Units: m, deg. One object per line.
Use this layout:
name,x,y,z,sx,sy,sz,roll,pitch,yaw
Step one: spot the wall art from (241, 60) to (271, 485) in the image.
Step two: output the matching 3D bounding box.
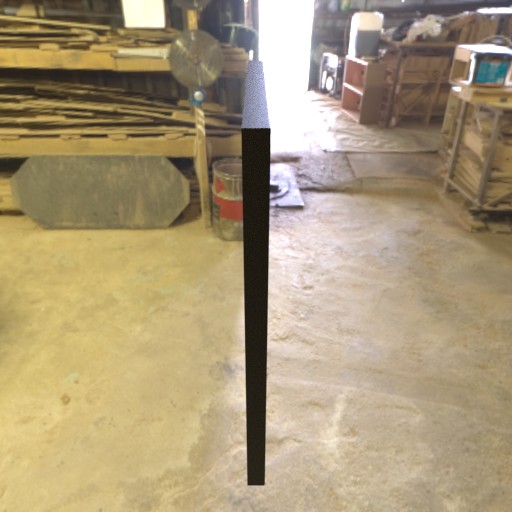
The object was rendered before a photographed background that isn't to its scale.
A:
wall art,0.000,0.000,0.690,0.025,0.508,0.432,0,31,0
